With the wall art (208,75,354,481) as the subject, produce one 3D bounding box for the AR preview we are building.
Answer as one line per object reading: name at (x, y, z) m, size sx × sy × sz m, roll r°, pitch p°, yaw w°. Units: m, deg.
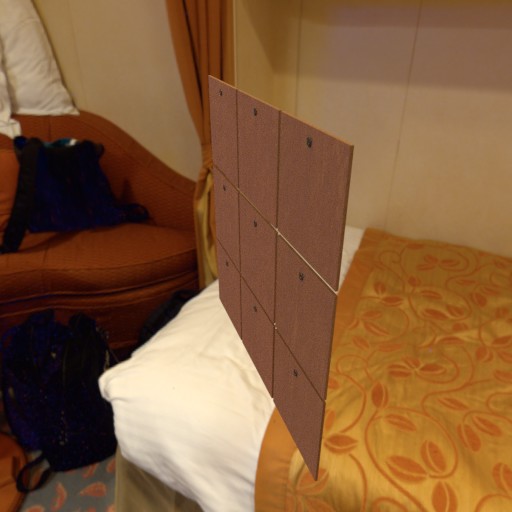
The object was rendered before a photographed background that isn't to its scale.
wall art at (0.000, 0.000, 2.243) m, size 0.023 × 1.522 × 1.526 m, roll -10°, pitch 31°, yaw -18°
